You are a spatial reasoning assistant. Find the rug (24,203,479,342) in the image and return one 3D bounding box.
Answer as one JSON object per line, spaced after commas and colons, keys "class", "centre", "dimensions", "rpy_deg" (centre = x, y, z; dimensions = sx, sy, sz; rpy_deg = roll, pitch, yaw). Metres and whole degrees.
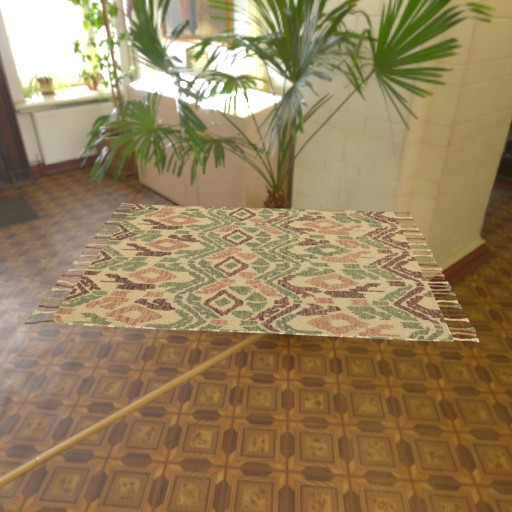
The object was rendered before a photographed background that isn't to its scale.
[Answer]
{"class": "rug", "centre": [0.000, 0.000, 2.274], "dimensions": [1.829, 0.010, 1.219], "rpy_deg": [2, 31, 3]}
